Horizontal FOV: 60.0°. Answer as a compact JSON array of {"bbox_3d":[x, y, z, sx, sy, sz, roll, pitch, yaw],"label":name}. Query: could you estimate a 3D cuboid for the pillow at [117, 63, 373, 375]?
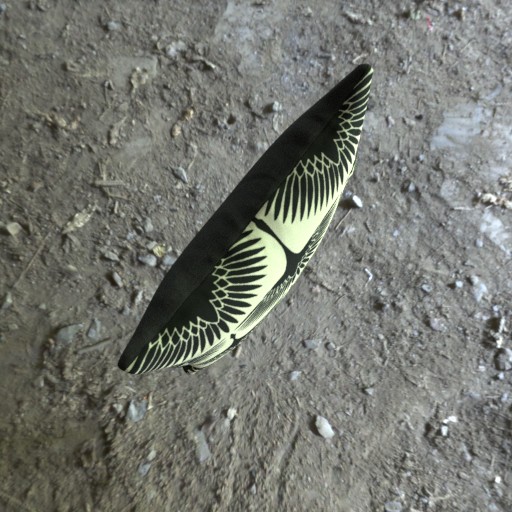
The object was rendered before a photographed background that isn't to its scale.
[{"bbox_3d":[0.000,0.000,0.671,0.139,0.432,0.432,36,78,9],"label":"pillow"}]
